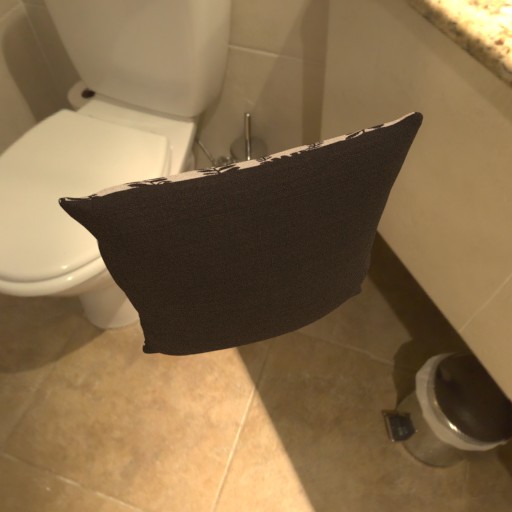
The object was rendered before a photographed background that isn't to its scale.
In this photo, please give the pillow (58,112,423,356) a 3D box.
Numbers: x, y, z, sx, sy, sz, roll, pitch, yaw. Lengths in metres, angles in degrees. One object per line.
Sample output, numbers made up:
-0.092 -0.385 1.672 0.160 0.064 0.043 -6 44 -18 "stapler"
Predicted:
0.000 0.000 0.679 0.440 0.441 0.182 -15 58 -10 "pillow"
